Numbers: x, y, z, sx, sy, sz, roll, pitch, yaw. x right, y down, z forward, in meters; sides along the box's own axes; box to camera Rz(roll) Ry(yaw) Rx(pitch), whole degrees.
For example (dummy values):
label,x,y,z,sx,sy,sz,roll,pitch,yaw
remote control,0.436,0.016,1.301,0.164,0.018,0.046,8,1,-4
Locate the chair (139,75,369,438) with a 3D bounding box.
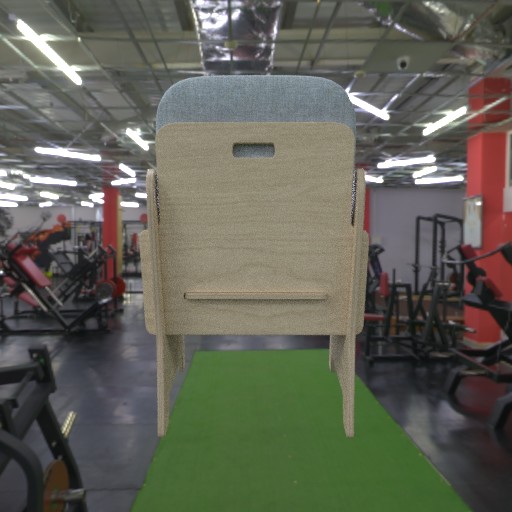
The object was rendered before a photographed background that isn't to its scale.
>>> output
label,x,y,z,sx,sy,sz,roll,pitch,yaw
chair,0.000,0.000,1.285,0.590,0.800,0.710,0,2,0
